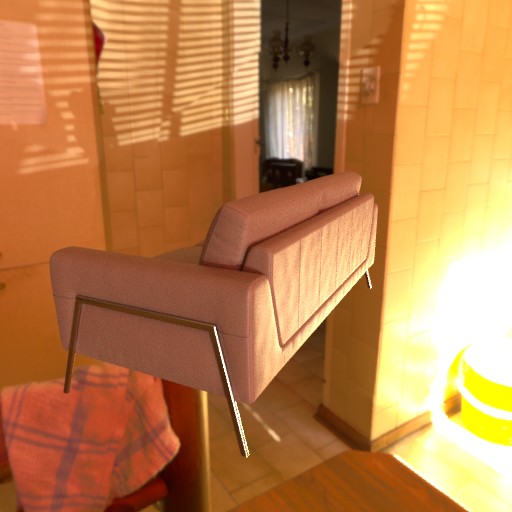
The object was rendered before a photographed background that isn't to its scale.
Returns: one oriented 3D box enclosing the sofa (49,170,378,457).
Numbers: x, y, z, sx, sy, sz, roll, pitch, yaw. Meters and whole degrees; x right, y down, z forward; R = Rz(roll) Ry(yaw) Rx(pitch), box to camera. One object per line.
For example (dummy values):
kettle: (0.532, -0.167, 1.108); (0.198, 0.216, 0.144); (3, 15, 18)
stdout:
sofa: (0.000, 0.000, 2.530); (0.953, 0.875, 2.017); (8, 17, 25)
